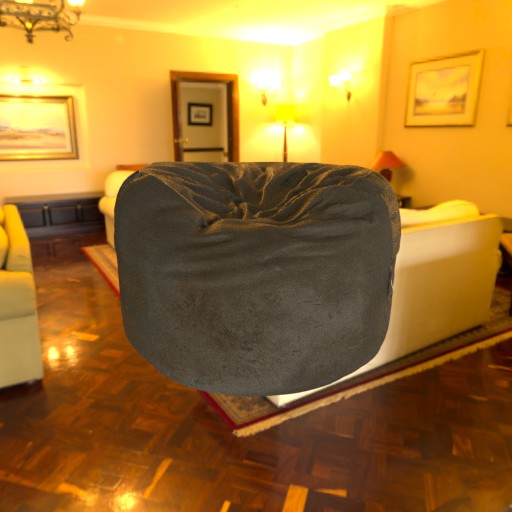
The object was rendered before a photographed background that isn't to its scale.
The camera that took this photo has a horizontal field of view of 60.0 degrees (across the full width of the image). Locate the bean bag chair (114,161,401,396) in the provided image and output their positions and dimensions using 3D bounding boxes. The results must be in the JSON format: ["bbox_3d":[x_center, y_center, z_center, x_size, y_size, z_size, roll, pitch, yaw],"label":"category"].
[{"bbox_3d":[0.000,0.000,1.498,0.918,0.605,0.918,0,16,0],"label":"bean bag chair"}]
